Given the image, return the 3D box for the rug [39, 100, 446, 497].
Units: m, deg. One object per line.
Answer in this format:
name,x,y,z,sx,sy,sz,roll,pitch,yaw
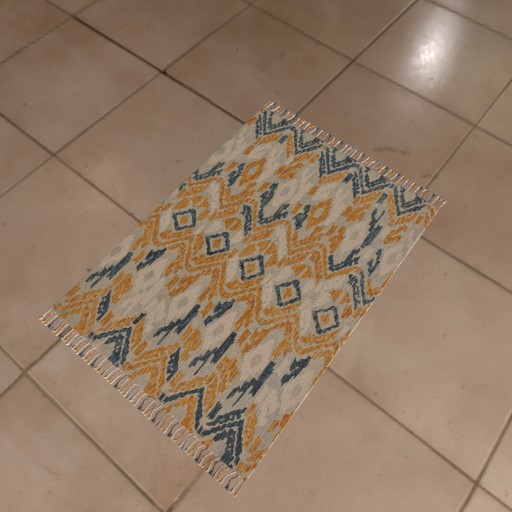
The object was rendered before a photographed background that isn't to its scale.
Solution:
rug,0.000,0.000,2.281,1.230,0.008,1.827,35,68,16
